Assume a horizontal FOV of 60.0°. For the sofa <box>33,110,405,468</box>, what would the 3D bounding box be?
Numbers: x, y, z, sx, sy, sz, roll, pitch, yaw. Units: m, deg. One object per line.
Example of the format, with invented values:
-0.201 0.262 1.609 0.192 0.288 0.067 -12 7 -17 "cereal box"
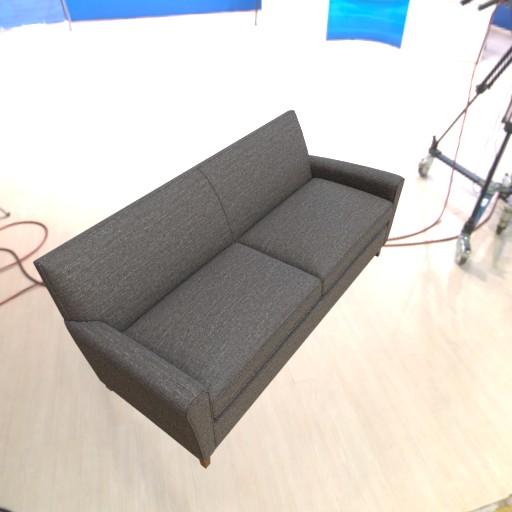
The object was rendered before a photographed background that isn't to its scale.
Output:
0.000 0.000 2.460 0.875 0.846 1.976 26 47 27 "sofa"
